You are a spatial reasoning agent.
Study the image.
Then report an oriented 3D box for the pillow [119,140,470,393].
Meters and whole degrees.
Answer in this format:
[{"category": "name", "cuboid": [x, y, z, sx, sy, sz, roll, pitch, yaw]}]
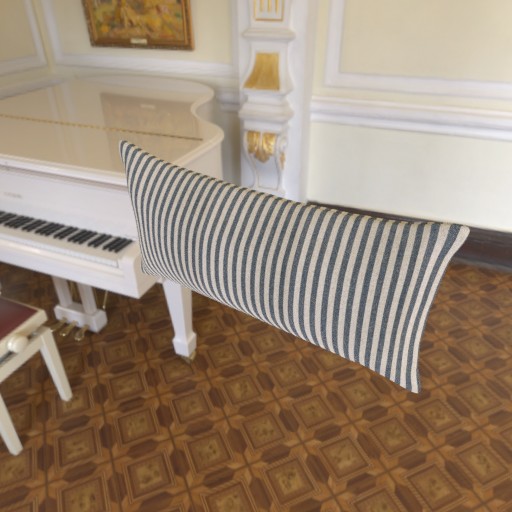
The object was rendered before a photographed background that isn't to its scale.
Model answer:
[{"category": "pillow", "cuboid": [0.000, 0.000, 0.752, 0.617, 0.295, 0.151, 20, 37, 28]}]
